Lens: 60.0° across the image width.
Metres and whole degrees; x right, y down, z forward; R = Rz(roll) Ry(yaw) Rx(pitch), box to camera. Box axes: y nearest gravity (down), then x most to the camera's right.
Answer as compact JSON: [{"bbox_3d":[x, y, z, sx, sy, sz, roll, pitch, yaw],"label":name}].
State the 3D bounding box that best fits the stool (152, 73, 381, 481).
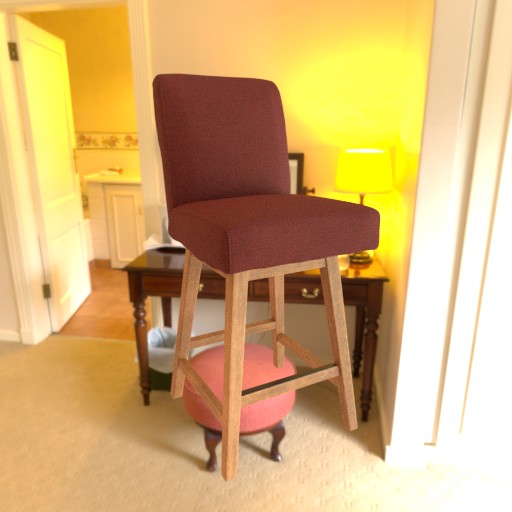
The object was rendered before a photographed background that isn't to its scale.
[{"bbox_3d":[0.000,0.000,1.310,0.468,1.038,0.562,-9,18,-28],"label":"stool"}]
